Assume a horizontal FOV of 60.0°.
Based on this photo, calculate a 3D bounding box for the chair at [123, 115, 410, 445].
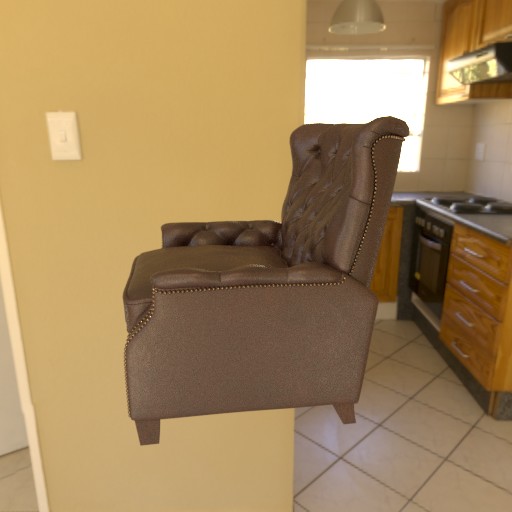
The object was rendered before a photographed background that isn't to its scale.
[{"bbox_3d":[0.000,0.000,1.465,0.823,0.864,0.709,-3,15,-9],"label":"chair"}]
